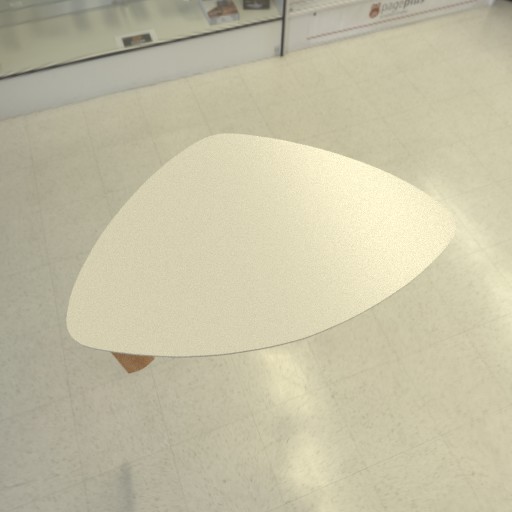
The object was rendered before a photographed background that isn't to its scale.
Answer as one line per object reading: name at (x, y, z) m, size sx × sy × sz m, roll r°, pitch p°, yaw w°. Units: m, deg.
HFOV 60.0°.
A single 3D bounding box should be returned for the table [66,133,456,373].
table at (0.000, 0.000, 1.637) m, size 1.250 × 0.440 × 0.850 m, roll -16°, pitch 60°, yaw -9°
